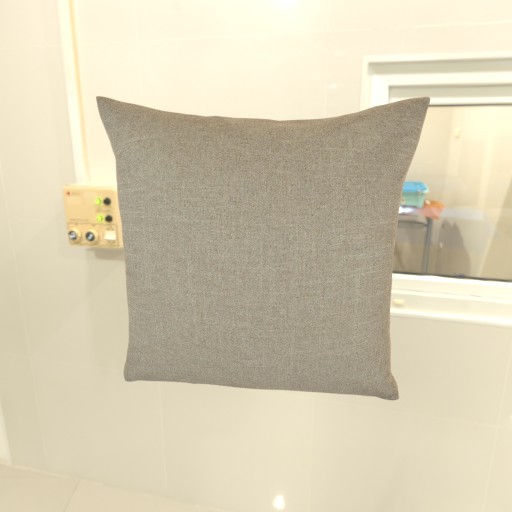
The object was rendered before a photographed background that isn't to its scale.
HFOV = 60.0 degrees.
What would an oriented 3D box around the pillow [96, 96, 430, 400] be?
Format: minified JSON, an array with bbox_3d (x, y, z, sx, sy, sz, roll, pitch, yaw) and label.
[{"bbox_3d":[0.000,0.000,0.746,0.513,0.511,0.158,2,16,6],"label":"pillow"}]
